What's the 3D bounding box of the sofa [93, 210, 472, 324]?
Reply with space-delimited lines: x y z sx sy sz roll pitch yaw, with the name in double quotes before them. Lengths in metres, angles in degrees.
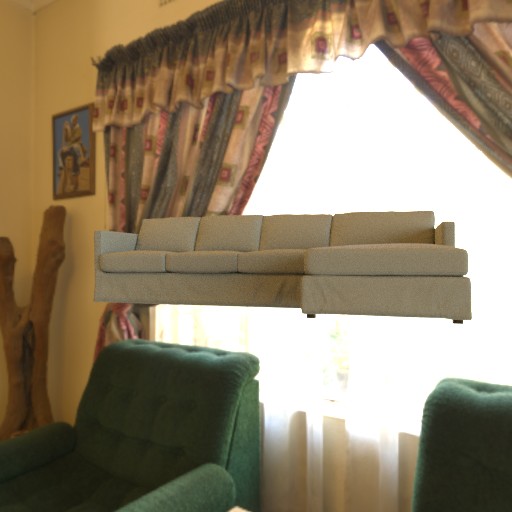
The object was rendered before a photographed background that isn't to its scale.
"sofa" 0.000 0.000 3.845 3.177 0.867 1.622 0 -1 17
